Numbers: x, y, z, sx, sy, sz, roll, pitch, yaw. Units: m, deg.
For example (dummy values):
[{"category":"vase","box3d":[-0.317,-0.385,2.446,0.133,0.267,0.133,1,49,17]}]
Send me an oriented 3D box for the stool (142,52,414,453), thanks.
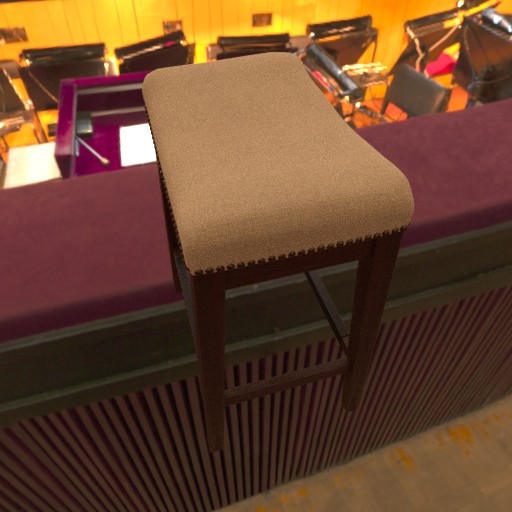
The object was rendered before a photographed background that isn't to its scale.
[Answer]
[{"category":"stool","box3d":[0.000,0.000,0.958,0.363,0.669,0.509,-12,47,-11]}]
